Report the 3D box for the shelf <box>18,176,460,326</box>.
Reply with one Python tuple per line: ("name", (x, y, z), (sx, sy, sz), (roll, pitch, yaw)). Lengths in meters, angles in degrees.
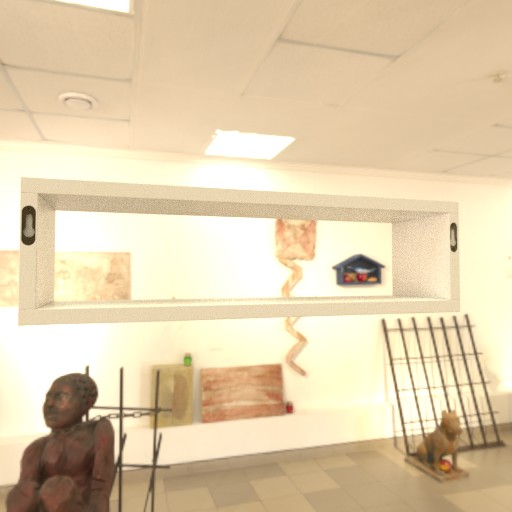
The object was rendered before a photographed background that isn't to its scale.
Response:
("shelf", (0.000, 0.000, 0.665), (0.610, 0.170, 0.150), (1, -2, -17))
